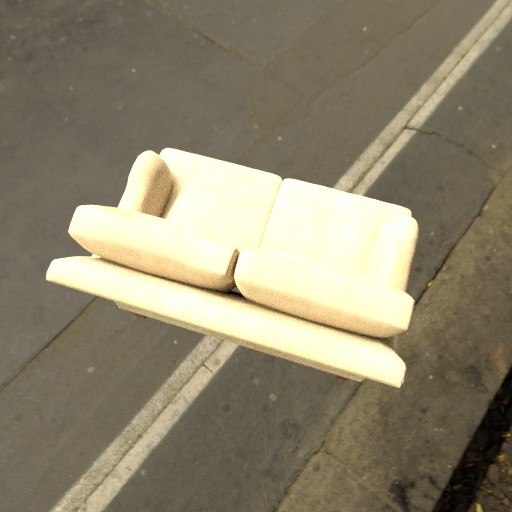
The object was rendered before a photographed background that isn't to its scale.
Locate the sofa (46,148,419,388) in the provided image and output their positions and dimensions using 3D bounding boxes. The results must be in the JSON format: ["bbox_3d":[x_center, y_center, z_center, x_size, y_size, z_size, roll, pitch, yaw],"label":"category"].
[{"bbox_3d":[0.000,0.000,2.287,1.498,1.087,1.086,16,66,7],"label":"sofa"}]
